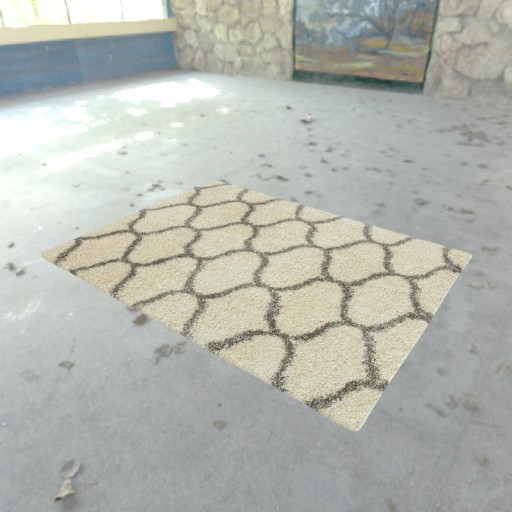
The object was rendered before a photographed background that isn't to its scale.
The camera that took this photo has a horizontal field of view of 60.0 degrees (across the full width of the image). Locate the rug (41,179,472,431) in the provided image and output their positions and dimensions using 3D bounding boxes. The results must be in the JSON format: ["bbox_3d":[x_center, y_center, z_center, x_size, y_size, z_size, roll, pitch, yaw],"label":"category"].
[{"bbox_3d":[0.000,0.000,2.046,1.600,0.025,1.200,21,37,31],"label":"rug"}]
